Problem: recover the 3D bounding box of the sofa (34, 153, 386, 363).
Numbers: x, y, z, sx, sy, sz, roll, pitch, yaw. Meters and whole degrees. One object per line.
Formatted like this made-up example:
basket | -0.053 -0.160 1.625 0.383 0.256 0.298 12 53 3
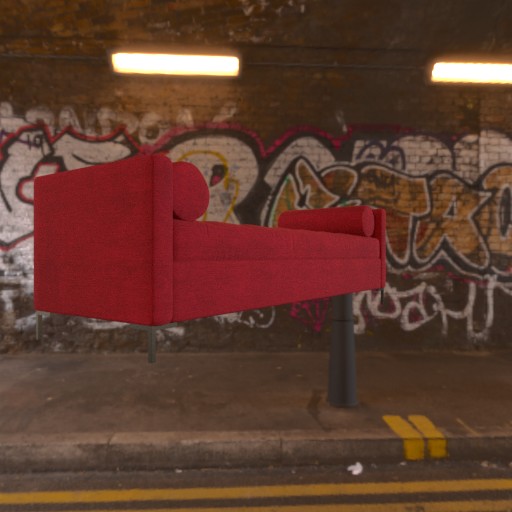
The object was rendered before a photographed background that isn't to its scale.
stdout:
sofa | 0.000 0.000 2.296 0.686 0.635 1.981 0 0 36
